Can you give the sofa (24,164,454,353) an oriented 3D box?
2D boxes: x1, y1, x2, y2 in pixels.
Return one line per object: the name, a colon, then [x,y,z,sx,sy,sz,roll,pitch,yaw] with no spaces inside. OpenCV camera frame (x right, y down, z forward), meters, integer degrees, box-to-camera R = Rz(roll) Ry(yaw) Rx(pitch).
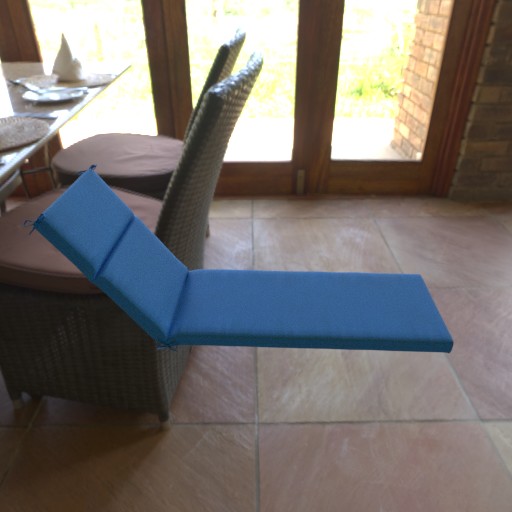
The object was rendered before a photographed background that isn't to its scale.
sofa: [0.000,0.000,1.937,1.663,0.622,0.582,1,31,2]
